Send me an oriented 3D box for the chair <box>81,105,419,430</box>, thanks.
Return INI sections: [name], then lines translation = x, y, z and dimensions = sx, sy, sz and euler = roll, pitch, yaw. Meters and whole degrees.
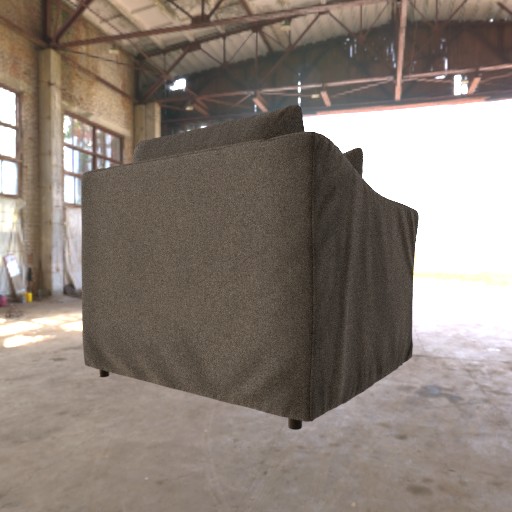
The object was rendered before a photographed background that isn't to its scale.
[chair]
translation = 0.000, 0.000, 2.042
dimensions = 1.194, 1.059, 1.071
euler = 0, 1, 36
